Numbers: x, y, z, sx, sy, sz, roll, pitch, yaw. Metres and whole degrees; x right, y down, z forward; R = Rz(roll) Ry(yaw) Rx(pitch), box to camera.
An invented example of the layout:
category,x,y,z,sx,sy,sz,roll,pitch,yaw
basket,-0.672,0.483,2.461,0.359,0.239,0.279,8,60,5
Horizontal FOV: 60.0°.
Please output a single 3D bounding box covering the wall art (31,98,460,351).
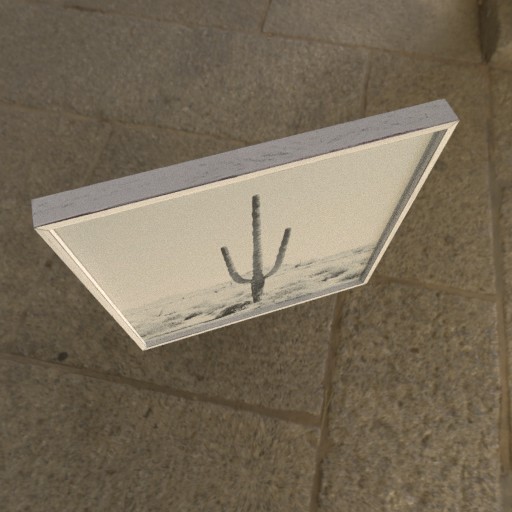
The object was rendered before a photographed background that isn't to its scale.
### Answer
category,x,y,z,sx,sy,sz,roll,pitch,yaw
wall art,0.000,0.000,0.740,0.508,0.508,0.038,-16,64,-8
